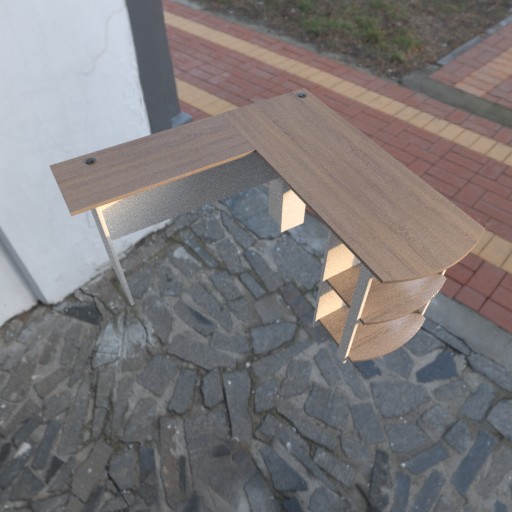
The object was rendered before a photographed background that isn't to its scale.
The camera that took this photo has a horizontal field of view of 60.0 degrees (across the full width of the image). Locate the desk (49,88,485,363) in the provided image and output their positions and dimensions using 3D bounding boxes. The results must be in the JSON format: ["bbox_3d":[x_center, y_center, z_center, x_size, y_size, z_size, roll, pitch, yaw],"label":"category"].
[{"bbox_3d":[0.000,0.000,2.083,1.361,0.716,1.303,-24,53,-19],"label":"desk"}]
